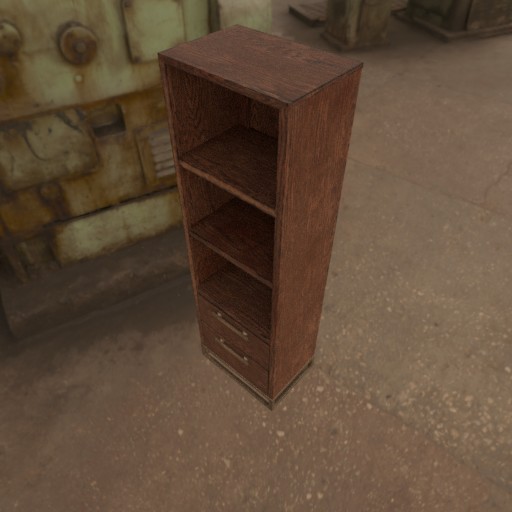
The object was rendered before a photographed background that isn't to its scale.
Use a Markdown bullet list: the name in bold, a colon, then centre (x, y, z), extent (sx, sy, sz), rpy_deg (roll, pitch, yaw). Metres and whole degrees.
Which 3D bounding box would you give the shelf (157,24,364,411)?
- **shelf**: centre (0.000, 0.000, 1.990), extent (0.539, 1.732, 0.395), rpy_deg (32, 53, 28)
